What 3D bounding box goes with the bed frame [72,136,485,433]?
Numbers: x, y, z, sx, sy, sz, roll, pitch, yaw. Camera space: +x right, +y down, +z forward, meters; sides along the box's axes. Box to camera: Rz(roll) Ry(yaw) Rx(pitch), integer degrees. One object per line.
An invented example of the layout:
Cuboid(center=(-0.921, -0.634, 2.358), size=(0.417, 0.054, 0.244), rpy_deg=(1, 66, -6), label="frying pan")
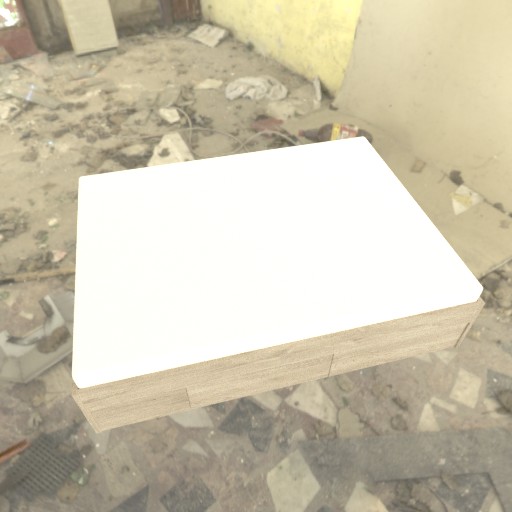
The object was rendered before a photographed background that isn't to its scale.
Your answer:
Cuboid(center=(0.000, 0.000, 2.593), size=(1.944, 0.490, 1.448), rpy_deg=(-10, 47, -10), label="bed frame")
